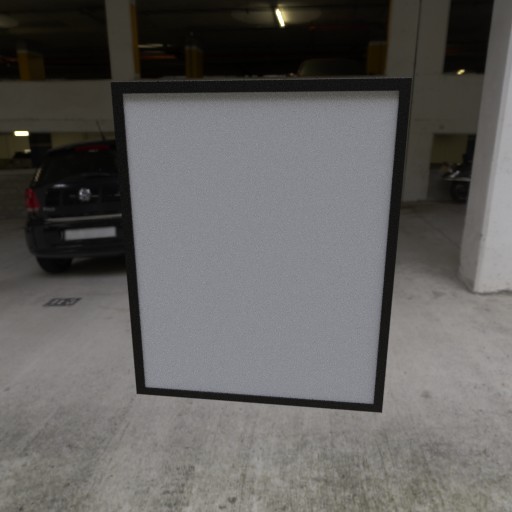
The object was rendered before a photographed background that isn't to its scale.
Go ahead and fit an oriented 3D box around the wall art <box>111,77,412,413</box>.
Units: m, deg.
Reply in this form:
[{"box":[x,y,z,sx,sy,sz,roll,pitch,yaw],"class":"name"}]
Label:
[{"box":[0.000,0.000,0.537,0.325,0.397,0.018,2,16,7],"class":"wall art"}]
